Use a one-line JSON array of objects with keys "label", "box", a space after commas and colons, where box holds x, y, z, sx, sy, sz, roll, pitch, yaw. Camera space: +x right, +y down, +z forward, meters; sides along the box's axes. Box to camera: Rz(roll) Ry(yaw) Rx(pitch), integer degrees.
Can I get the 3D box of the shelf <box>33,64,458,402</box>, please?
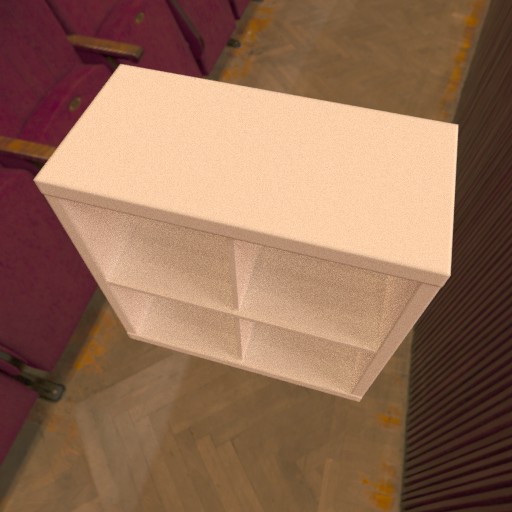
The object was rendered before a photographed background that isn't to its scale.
[{"label": "shelf", "box": [0.000, 0.000, 1.235, 0.790, 0.786, 0.390, 13, 58, 9]}]
